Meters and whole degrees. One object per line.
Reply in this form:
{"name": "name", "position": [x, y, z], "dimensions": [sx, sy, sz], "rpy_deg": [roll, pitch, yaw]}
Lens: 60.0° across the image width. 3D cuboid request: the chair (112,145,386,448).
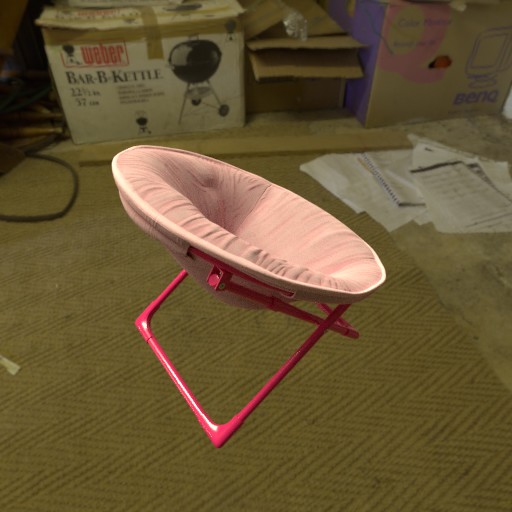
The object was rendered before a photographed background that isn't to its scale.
{"name": "chair", "position": [0.000, 0.000, 0.892], "dimensions": [0.459, 0.494, 0.522], "rpy_deg": [-26, 48, -26]}
